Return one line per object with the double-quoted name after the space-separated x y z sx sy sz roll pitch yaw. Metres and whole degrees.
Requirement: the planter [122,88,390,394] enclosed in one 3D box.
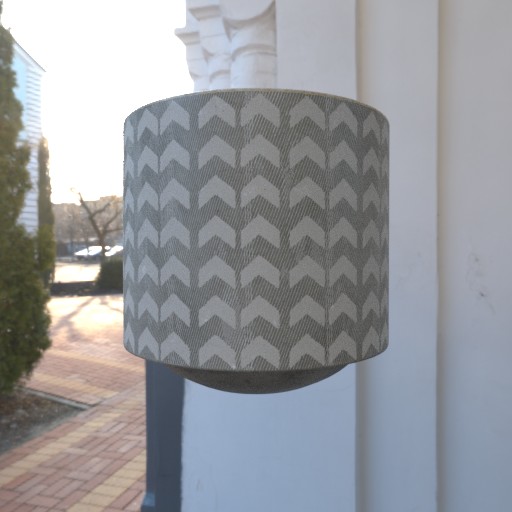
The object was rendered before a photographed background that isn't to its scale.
0.000 0.000 0.330 0.190 0.181 0.190 0 1 0 "planter"
